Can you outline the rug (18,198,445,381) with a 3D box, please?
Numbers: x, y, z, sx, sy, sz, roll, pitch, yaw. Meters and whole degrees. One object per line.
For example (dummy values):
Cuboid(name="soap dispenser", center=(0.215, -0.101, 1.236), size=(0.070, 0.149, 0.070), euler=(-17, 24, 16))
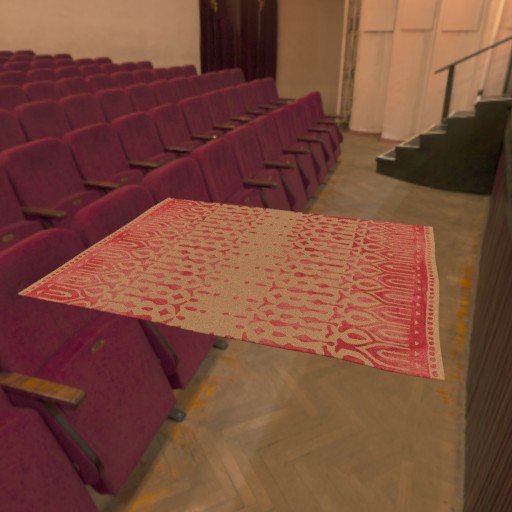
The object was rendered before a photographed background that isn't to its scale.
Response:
Cuboid(name="rug", center=(0.000, 0.000, 3.996), size=(3.095, 0.016, 2.441), euler=(8, 27, 16))
